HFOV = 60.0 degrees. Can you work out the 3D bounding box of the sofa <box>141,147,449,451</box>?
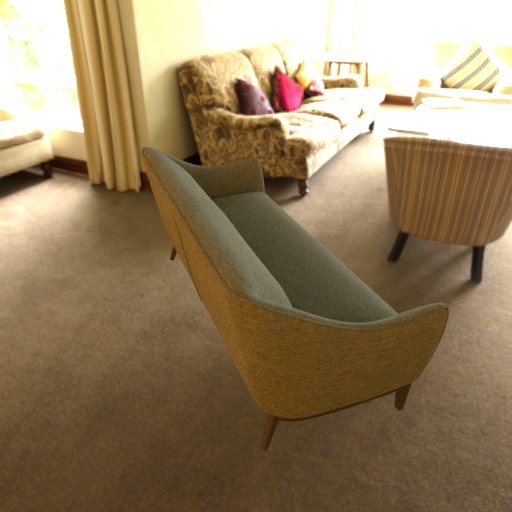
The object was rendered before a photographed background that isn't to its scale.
[{"bbox_3d":[0.000,0.000,2.403,0.867,0.829,1.928,-12,33,-19],"label":"sofa"}]
